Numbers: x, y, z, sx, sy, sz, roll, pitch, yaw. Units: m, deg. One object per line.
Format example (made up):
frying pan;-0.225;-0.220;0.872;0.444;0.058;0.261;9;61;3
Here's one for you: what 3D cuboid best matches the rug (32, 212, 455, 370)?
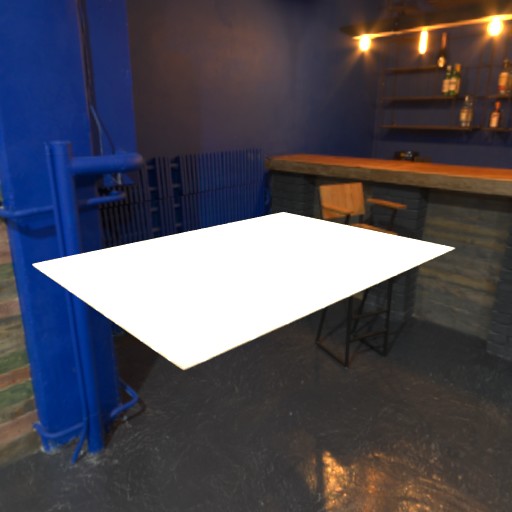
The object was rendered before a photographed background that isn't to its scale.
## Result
rug;0.000;0.000;4.311;3.353;0.010;2.438;-16;23;-41
